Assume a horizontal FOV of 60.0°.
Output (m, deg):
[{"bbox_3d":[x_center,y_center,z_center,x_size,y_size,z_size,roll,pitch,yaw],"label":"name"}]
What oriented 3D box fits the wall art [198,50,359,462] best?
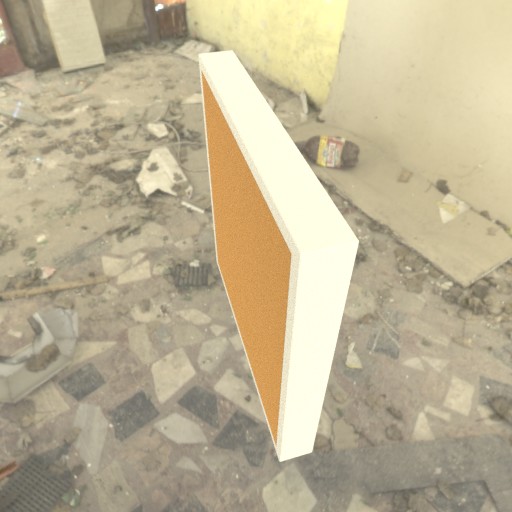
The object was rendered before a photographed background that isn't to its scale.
[{"bbox_3d":[0.000,0.000,0.463,0.037,0.305,0.305,-11,46,-11],"label":"wall art"}]
